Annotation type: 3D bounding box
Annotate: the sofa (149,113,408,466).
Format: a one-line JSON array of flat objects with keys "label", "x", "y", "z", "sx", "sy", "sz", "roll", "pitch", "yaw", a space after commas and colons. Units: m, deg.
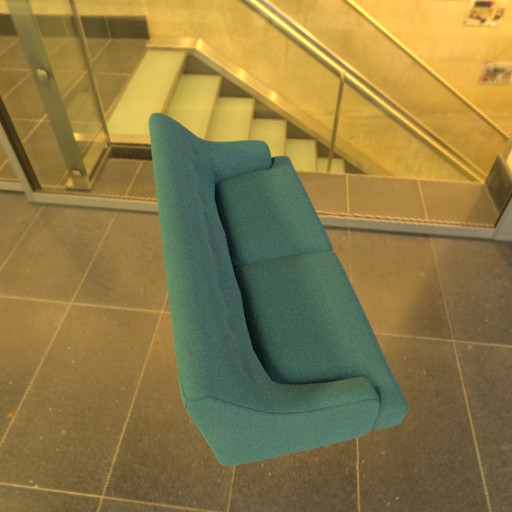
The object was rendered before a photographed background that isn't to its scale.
[{"label": "sofa", "x": 0.000, "y": 0.000, "z": 2.540, "sx": 0.978, "sy": 0.871, "sz": 2.057, "roll": -9, "pitch": 48, "yaw": -9}]
